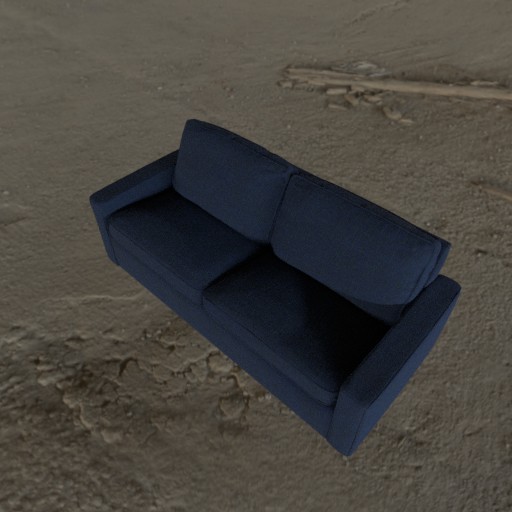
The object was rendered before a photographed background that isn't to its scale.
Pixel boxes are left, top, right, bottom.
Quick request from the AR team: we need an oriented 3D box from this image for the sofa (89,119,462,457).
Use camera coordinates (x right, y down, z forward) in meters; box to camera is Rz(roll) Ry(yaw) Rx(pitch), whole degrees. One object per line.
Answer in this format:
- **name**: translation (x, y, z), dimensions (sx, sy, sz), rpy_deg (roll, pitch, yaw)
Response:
- **sofa**: translation (0.000, 0.000, 2.608), dimensions (2.080, 0.919, 0.940), rpy_deg (33, 54, 28)
